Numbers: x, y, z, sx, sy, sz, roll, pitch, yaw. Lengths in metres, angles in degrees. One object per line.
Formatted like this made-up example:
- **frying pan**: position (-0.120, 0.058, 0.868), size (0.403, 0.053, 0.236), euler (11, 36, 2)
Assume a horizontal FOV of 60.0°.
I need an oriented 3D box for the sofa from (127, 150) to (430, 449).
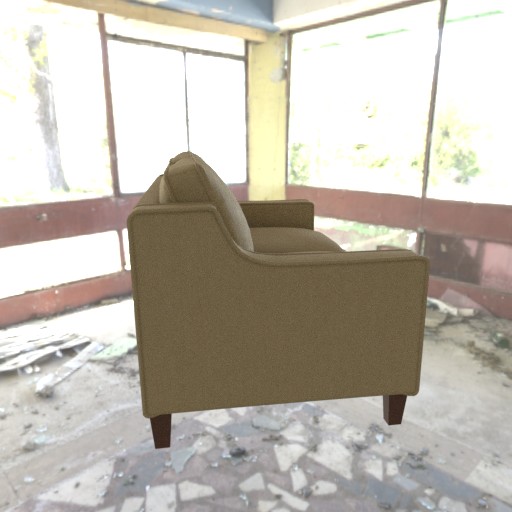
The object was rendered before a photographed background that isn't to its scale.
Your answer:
- **sofa**: position (0.000, 0.000, 2.144), size (0.987, 0.971, 1.501), euler (-2, 15, -9)
